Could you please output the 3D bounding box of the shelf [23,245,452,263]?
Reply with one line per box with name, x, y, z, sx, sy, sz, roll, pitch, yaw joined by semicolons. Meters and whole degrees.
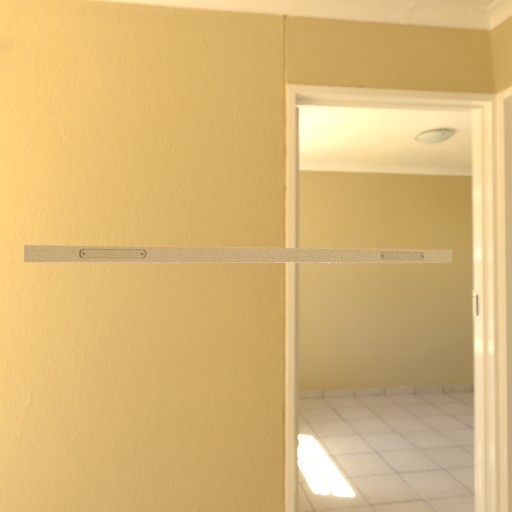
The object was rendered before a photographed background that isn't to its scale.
shelf;0.000;0.000;0.671;0.610;0.020;0.140;0;-1;-19
